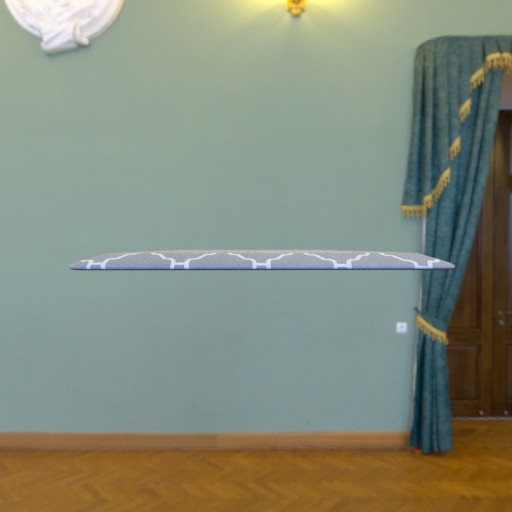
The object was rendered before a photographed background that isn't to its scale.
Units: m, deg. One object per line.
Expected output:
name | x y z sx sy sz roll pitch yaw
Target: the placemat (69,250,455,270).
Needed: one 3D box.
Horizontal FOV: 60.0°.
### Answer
placemat | 0.000 0.000 0.932 0.508 0.021 0.762 0 1 -2
